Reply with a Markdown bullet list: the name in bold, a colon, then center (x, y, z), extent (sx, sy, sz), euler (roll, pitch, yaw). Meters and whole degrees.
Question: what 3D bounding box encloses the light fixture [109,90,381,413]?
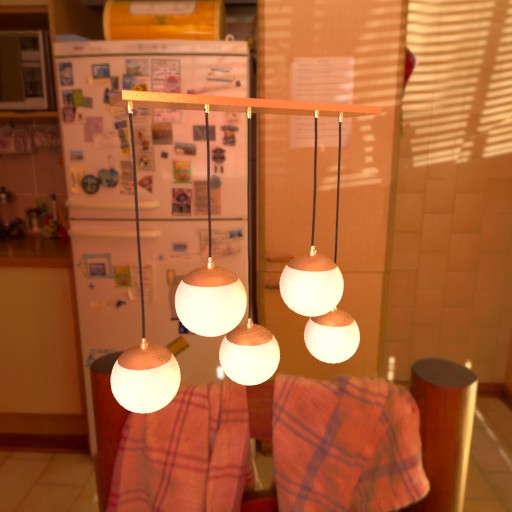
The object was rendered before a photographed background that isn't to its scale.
- **light fixture**: center (0.000, 0.000, 1.321), extent (0.863, 0.869, 0.299), euler (-7, 14, -27)
